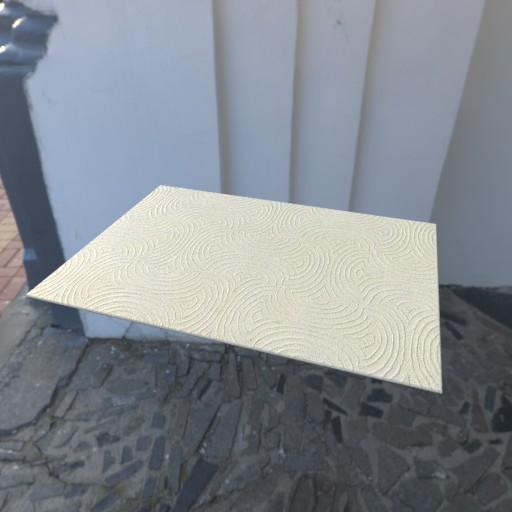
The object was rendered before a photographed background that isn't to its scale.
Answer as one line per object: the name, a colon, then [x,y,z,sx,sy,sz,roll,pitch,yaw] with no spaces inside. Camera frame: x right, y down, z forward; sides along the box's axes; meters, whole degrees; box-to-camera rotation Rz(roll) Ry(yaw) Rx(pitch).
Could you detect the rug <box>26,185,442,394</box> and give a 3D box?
rug: [0.000,0.000,2.736,2.132,0.015,1.526,10,34,15]
